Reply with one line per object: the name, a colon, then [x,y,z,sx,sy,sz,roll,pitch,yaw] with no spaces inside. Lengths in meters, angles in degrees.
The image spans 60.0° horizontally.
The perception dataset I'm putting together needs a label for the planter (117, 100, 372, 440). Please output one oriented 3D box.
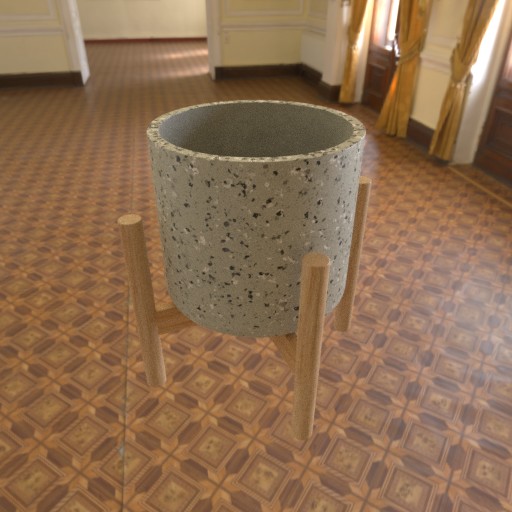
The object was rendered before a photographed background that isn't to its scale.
planter: [0.000,0.000,0.543,0.284,0.320,0.284,0,32,0]
